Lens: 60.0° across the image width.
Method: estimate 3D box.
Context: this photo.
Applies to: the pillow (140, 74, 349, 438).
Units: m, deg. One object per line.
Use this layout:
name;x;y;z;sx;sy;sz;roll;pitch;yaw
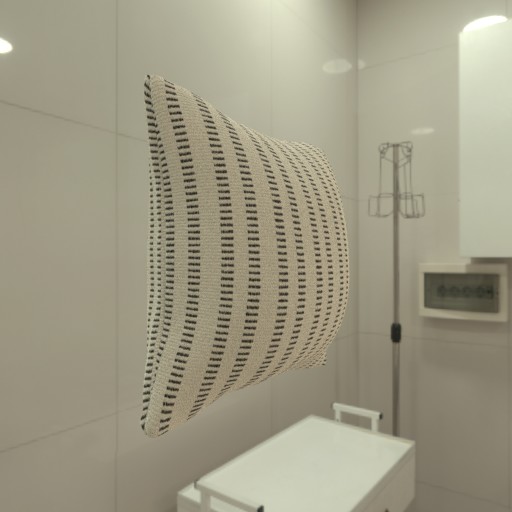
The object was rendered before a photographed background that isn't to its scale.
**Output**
pillow;0.000;0.000;0.680;0.247;0.419;0.438;0;-1;36
